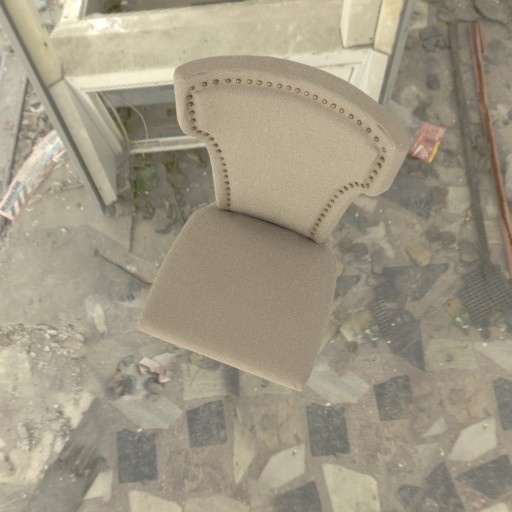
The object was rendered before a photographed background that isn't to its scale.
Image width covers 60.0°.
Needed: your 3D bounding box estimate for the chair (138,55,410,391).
[{"bbox_3d":[0.000,0.000,1.294,0.526,0.950,0.630,19,75,5],"label":"chair"}]
